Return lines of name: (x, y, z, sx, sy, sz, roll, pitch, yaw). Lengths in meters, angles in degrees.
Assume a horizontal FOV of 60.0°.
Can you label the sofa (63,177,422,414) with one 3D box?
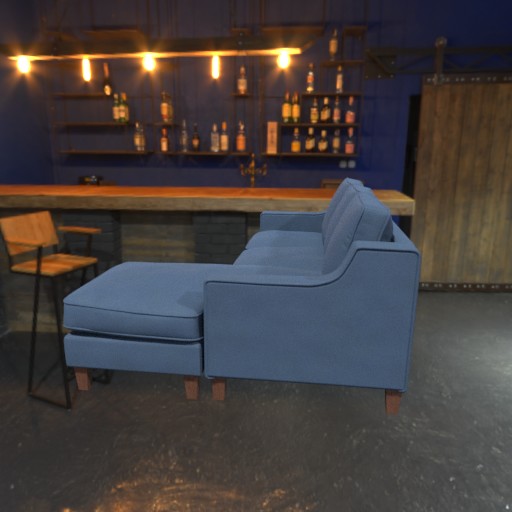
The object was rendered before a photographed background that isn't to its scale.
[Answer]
sofa: (0.000, 0.000, 3.316, 1.858, 1.066, 2.317, 2, 15, 8)
